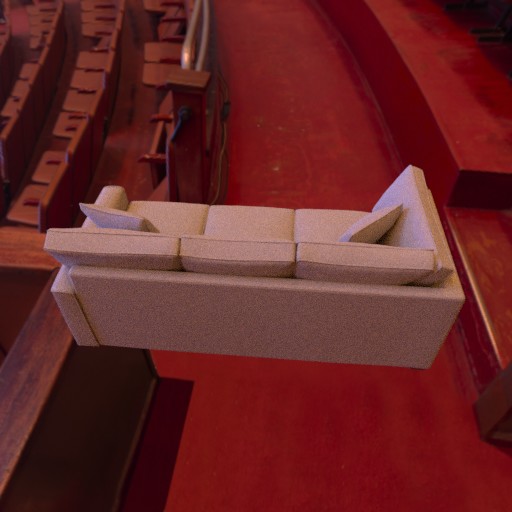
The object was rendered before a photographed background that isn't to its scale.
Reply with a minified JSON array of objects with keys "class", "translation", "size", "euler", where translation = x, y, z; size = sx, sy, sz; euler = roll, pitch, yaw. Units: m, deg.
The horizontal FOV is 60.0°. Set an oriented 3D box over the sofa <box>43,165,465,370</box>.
[{"class":"sofa","translation":[0.000,0.000,2.953],"size":[2.317,0.962,1.061],"euler":[3,45,3]}]
